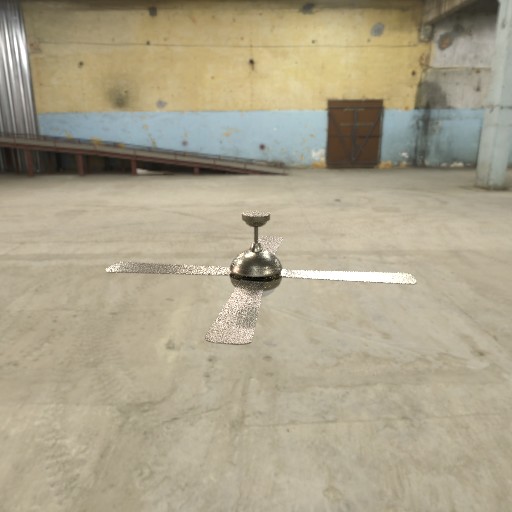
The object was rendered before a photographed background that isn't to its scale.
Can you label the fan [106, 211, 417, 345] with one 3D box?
[{"bbox_3d":[0.000,0.000,1.971,1.321,0.381,1.321,8,18,27],"label":"fan"}]
